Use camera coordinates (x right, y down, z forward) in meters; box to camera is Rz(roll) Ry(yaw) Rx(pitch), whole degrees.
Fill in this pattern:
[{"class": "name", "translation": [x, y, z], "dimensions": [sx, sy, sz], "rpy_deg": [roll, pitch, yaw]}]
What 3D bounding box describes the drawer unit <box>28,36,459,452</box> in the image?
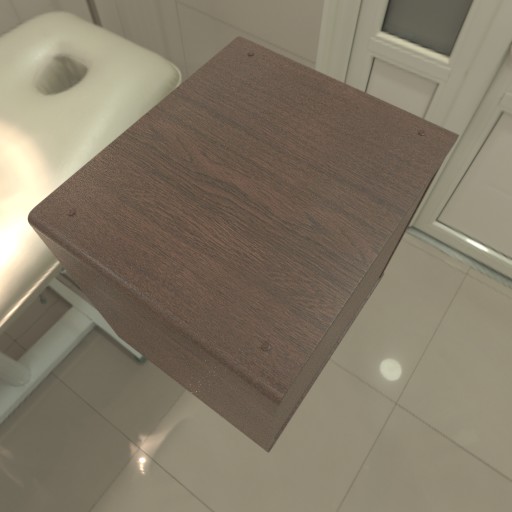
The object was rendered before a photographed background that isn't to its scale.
[{"class": "drawer unit", "translation": [0.000, 0.000, 0.590], "dimensions": [0.290, 0.344, 0.344], "rpy_deg": [32, 65, 17]}]
